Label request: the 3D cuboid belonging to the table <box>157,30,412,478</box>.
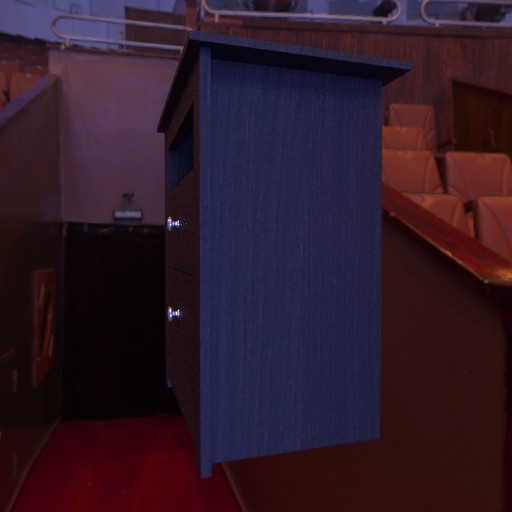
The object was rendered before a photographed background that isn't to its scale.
[{"bbox_3d":[0.000,0.000,1.031,0.406,0.711,0.591,0,1,-17],"label":"table"}]
